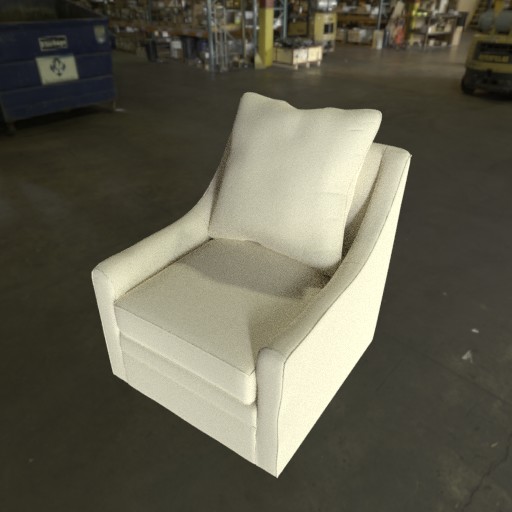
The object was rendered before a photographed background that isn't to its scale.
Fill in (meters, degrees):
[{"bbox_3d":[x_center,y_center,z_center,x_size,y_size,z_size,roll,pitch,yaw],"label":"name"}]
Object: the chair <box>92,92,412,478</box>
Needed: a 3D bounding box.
[{"bbox_3d":[0.000,0.000,1.592,0.756,0.965,0.876,20,36,29],"label":"chair"}]
